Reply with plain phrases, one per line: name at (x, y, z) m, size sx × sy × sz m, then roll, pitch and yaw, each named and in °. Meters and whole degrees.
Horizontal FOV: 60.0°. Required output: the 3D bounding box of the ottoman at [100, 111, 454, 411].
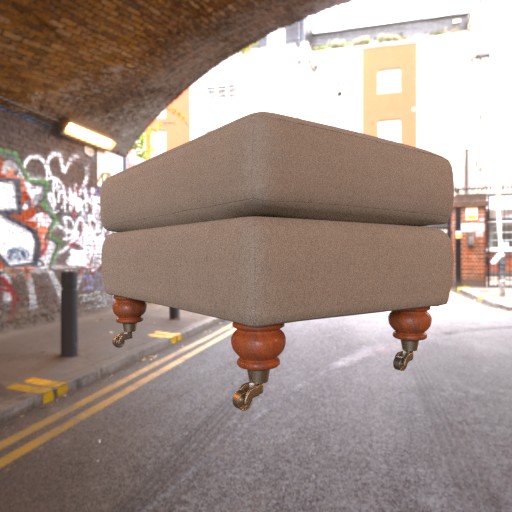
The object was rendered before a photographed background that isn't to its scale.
ottoman at (0.000, 0.000, 1.114) m, size 0.569 × 0.504 × 0.773 m, roll 0°, pitch 0°, yaw -36°
